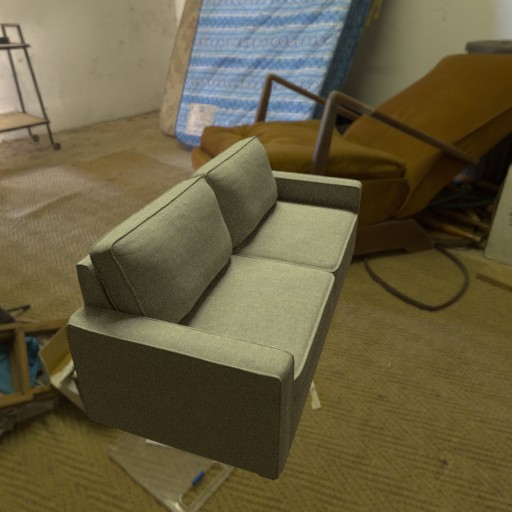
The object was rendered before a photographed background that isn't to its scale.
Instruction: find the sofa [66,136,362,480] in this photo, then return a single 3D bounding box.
[{"bbox_3d":[0.000,0.000,2.544,0.945,0.918,2.078,10,31,17],"label":"sofa"}]
